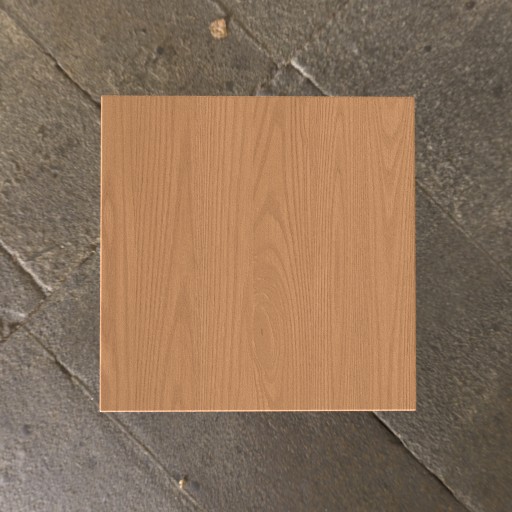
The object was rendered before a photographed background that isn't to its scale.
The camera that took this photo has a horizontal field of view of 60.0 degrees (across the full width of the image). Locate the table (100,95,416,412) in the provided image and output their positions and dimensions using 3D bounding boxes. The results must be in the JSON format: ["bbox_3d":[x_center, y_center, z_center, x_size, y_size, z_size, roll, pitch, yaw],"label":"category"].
[{"bbox_3d":[0.000,0.000,0.837,0.400,0.550,0.400,0,89,-1],"label":"table"}]
